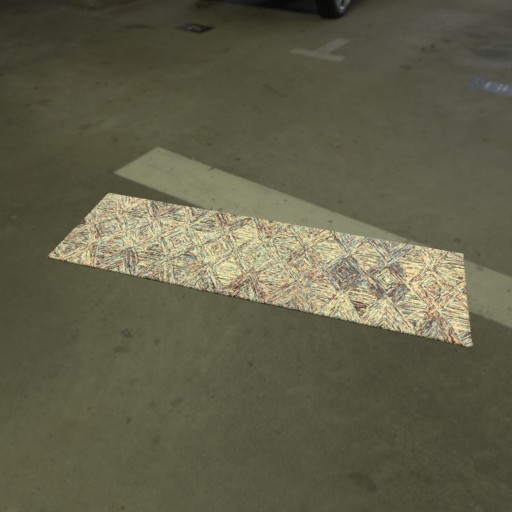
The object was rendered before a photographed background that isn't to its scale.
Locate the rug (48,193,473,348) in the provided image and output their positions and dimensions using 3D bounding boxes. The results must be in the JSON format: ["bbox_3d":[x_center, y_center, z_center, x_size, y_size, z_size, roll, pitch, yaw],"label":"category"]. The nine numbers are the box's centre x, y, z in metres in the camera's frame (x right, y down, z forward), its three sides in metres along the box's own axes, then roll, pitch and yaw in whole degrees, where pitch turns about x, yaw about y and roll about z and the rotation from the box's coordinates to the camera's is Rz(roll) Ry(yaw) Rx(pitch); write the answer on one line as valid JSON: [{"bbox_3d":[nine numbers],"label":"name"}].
[{"bbox_3d":[0.000,0.000,2.541,2.292,0.015,0.688,11,43,12],"label":"rug"}]
